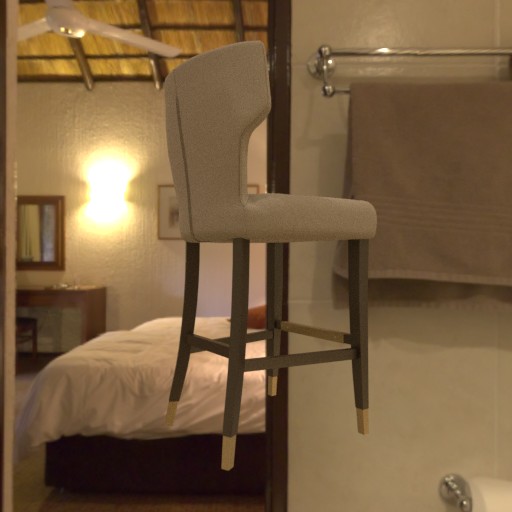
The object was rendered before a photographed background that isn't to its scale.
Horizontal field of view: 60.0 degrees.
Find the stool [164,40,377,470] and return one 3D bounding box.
[{"bbox_3d":[0.000,0.000,1.410,0.563,1.092,0.526,0,0,-35],"label":"stool"}]
